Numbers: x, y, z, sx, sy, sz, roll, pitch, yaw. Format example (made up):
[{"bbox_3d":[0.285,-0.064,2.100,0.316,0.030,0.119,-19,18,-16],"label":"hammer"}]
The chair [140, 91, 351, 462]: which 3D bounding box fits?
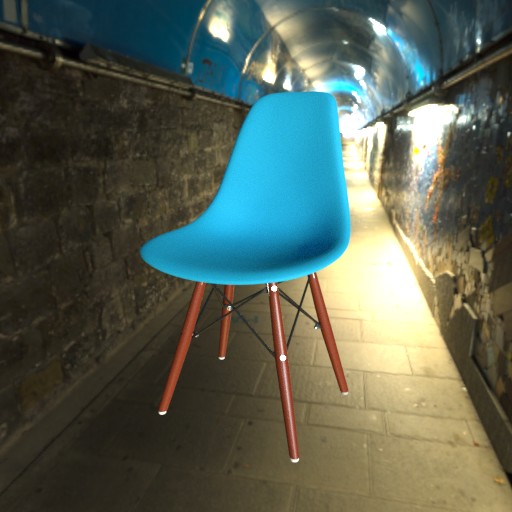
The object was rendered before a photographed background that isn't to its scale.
[{"bbox_3d":[0.000,0.000,1.132,0.470,0.826,0.533,8,17,26],"label":"chair"}]
